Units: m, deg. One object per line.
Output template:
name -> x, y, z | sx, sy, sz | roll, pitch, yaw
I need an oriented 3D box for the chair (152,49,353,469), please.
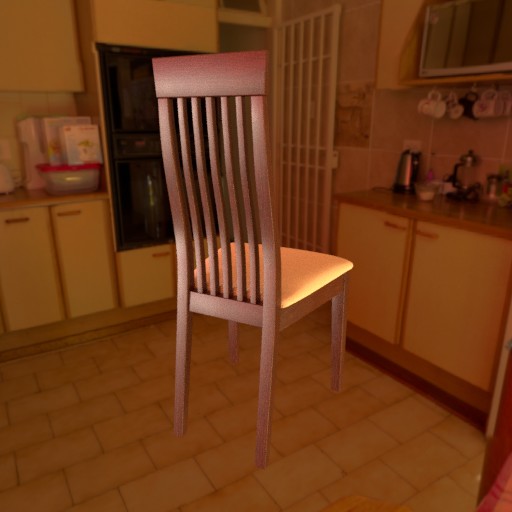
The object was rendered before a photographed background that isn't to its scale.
chair -> 0.000, 0.000, 1.292 | 0.460, 1.027, 0.474 | 9, 19, 26
